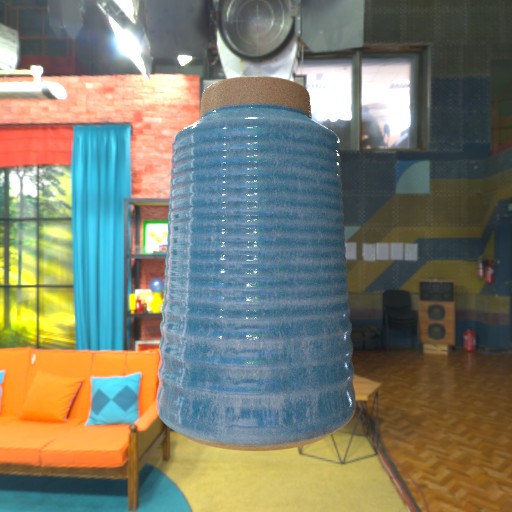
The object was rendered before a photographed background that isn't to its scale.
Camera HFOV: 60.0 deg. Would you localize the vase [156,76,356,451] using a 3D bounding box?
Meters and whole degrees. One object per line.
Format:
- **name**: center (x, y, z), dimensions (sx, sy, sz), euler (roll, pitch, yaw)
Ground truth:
- **vase**: center (0.000, 0.000, 0.372), dimensions (0.163, 0.267, 0.163), euler (0, 0, 0)
